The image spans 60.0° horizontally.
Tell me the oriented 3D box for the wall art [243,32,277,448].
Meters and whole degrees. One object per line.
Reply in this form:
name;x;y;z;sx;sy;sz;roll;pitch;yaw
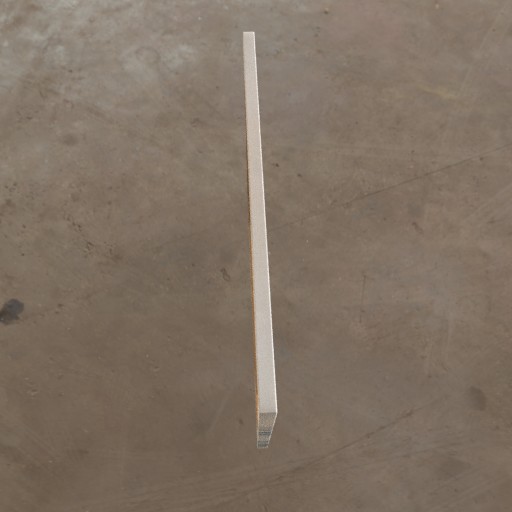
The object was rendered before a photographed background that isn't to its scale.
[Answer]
wall art;0.000;0.000;1.606;0.039;0.915;1.219;-2;62;-1
